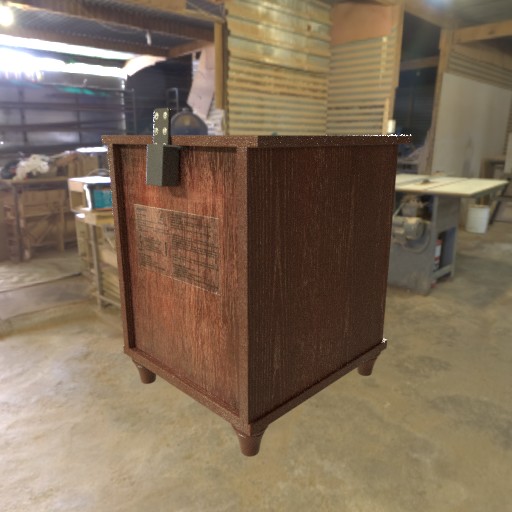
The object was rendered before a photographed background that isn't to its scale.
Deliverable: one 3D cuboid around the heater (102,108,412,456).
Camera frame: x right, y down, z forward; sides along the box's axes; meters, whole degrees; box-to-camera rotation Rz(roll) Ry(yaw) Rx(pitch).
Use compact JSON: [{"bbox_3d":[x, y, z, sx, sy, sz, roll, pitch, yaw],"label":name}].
[{"bbox_3d":[0.000,0.000,0.783,0.362,0.481,0.400,15,21,43],"label":"heater"}]
